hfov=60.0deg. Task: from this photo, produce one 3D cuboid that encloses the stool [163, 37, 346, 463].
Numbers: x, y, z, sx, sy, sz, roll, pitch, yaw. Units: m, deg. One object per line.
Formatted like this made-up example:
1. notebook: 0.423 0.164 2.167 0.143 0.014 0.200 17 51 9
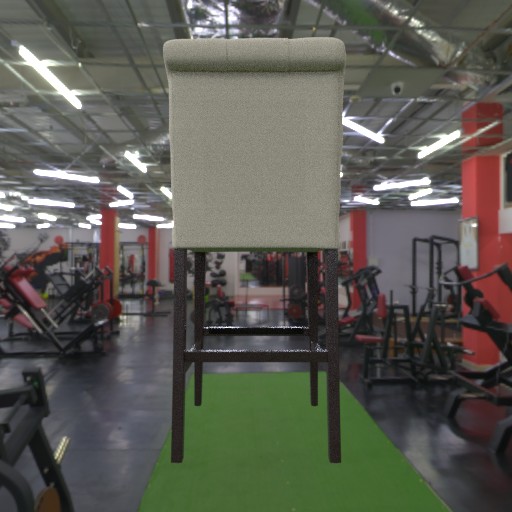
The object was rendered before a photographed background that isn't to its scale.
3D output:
1. stool: 0.000 0.000 1.405 0.482 1.118 0.610 0 -1 0
